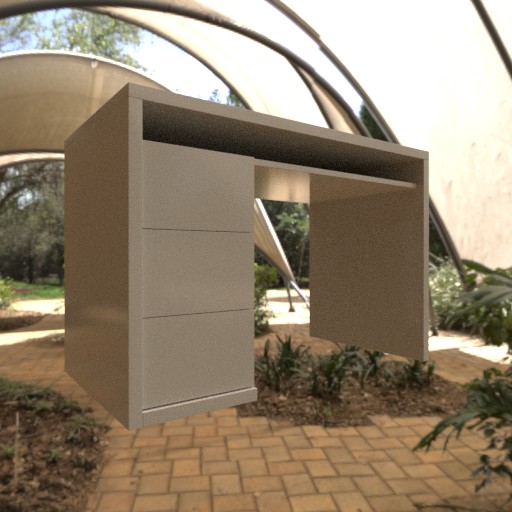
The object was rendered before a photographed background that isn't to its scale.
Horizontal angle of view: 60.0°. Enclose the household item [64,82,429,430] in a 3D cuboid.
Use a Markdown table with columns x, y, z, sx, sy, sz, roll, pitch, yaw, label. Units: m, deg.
| x | y | z | sx | sy | sz | roll | pitch | yaw | label |
| --- | --- | --- | --- | --- | --- | --- | --- | --- | --- |
| 0.000 | 0.000 | 1.513 | 1.100 | 0.749 | 0.597 | 0 | 0 | -36 | household item |
